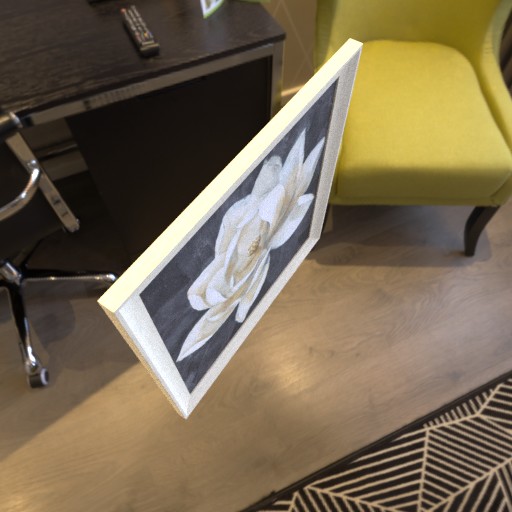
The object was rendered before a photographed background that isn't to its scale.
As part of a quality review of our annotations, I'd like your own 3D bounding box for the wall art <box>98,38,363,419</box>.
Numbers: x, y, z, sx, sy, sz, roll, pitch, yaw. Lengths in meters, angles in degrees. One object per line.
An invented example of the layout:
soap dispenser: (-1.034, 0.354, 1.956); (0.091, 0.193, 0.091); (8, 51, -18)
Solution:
wall art: (0.000, 0.000, 1.496); (0.045, 1.016, 1.016); (31, 64, 17)
